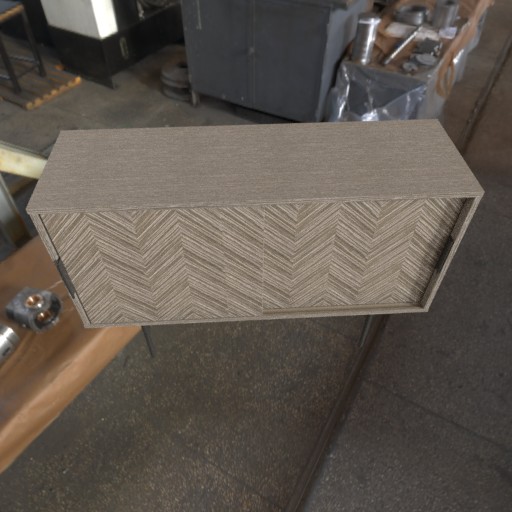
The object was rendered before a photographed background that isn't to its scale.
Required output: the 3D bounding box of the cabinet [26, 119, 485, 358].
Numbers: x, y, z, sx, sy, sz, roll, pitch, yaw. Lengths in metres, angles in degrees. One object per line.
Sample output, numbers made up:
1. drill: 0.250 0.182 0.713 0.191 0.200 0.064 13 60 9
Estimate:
1. cabinet: 0.000 0.000 1.553 1.194 0.787 0.405 -2 47 -2
